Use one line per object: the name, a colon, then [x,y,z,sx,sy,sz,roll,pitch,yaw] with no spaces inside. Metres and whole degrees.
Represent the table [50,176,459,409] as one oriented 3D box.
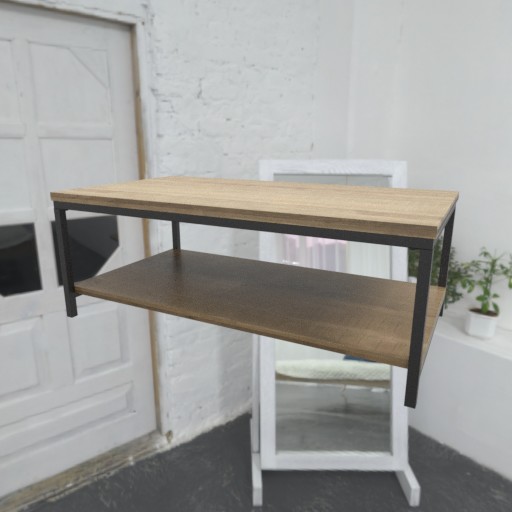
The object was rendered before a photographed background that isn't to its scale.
table: [0.000,0.000,1.359,1.062,0.393,0.574,8,17,26]
